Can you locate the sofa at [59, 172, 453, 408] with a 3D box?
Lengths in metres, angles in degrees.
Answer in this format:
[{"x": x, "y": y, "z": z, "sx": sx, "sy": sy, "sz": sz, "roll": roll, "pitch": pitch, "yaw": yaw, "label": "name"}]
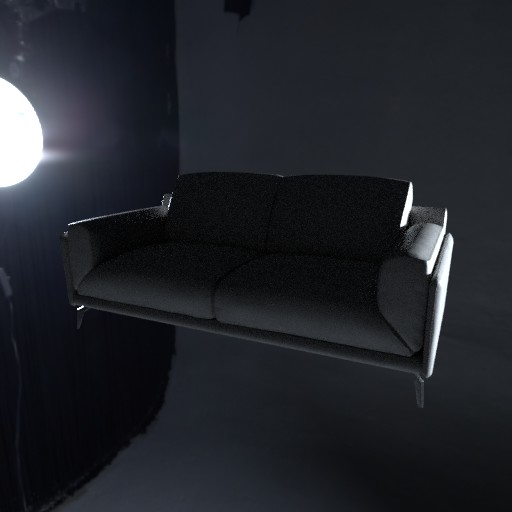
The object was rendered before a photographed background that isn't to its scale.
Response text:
[{"x": 0.000, "y": 0.000, "z": 2.635, "sx": 2.101, "sy": 0.930, "sz": 1.049, "roll": 6, "pitch": 15, "yaw": 25, "label": "sofa"}]
